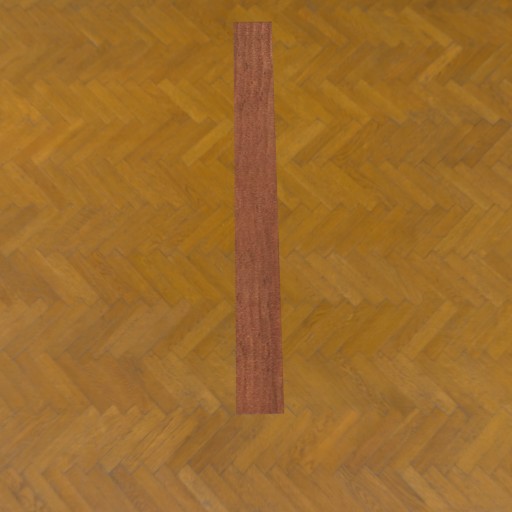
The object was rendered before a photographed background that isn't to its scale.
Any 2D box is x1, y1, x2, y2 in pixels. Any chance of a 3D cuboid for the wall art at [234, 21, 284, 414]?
[{"bbox_3d":[0.000,0.000,0.622,0.039,0.449,0.377,-1,76,0],"label":"wall art"}]
